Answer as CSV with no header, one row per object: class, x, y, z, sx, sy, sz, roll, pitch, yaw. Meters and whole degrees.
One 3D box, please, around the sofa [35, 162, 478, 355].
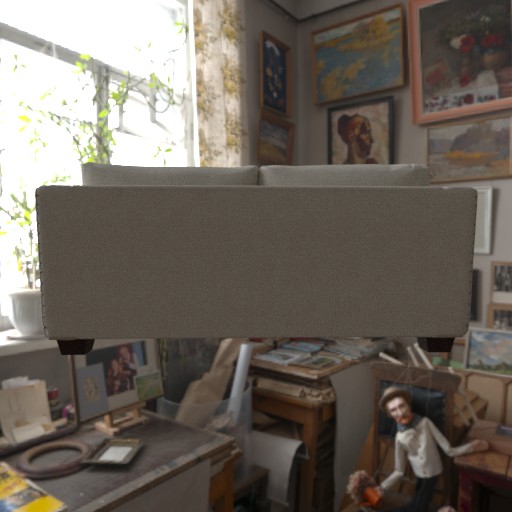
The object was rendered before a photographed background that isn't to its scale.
sofa,0.000,0.000,2.650,2.107,0.983,1.104,0,1,-2
